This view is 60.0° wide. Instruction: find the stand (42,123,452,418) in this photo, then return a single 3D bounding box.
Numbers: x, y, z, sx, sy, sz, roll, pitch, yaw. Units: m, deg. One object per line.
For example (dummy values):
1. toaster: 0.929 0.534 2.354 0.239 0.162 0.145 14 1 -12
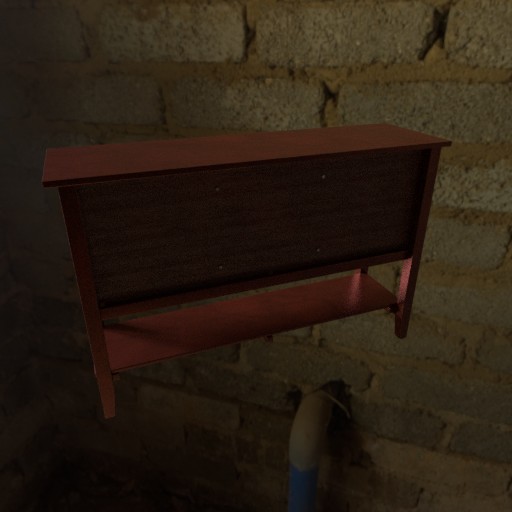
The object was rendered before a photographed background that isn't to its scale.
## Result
1. stand: 0.000 0.000 1.745 1.362 0.872 0.410 -10 28 -19
